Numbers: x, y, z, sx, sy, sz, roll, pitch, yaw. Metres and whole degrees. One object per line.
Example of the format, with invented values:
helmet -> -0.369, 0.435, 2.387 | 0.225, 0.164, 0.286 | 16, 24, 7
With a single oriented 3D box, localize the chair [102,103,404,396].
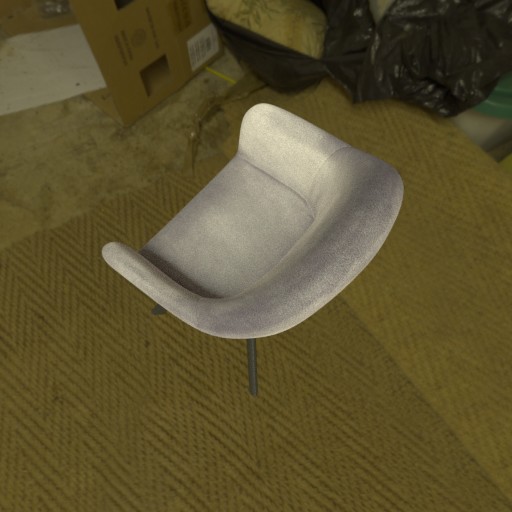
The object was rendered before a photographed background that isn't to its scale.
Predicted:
chair -> 0.000, 0.000, 1.166 | 0.540, 0.780, 0.570 | 35, 69, 16
